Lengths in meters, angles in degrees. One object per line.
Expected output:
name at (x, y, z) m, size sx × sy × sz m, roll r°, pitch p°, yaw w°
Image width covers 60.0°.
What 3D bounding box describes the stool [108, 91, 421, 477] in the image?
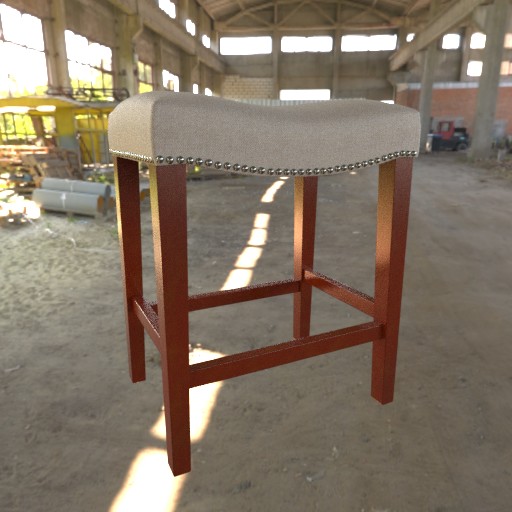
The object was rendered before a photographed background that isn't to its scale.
stool at (0.000, 0.000, 0.935) m, size 0.509 × 0.632 × 0.375 m, roll -8°, pitch 17°, yaw -26°
